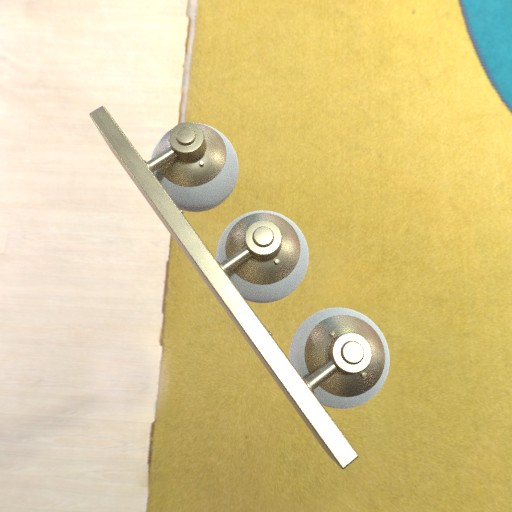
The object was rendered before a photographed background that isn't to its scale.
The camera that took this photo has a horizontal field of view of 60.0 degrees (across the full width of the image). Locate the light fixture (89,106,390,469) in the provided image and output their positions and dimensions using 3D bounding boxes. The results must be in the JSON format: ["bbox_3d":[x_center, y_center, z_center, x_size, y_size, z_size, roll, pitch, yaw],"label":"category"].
[{"bbox_3d":[0.000,0.000,0.856,0.218,0.263,0.721,-35,77,-9],"label":"light fixture"}]
